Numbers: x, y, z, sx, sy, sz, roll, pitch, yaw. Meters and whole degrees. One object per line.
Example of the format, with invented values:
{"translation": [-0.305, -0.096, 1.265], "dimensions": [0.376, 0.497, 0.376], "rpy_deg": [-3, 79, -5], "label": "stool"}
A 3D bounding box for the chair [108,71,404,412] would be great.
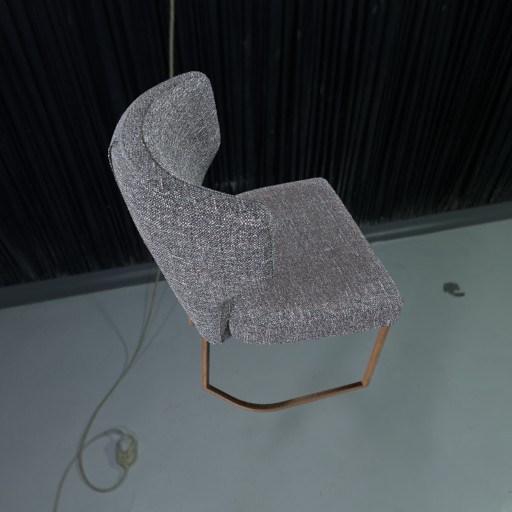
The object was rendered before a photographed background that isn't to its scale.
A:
{"translation": [0.000, 0.000, 1.216], "dimensions": [0.617, 0.824, 0.611], "rpy_deg": [-11, 46, -11], "label": "chair"}
